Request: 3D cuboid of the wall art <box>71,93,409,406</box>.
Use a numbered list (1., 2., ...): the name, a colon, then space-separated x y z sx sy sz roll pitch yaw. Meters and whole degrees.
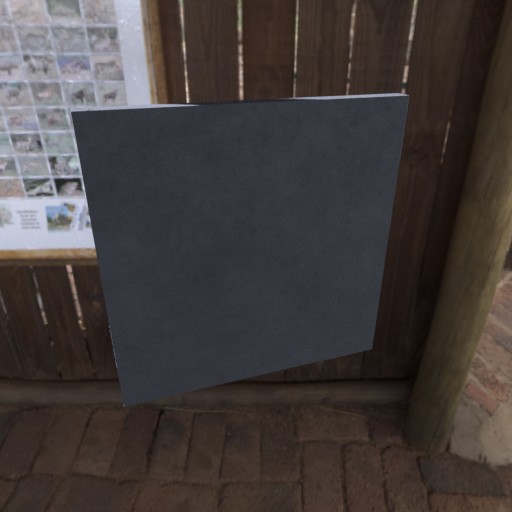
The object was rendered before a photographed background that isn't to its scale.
1. wall art: 0.000 0.000 1.149 0.765 0.765 0.046 -9 28 -17
